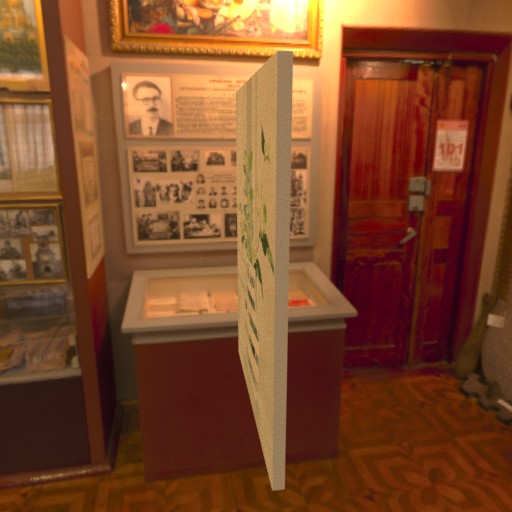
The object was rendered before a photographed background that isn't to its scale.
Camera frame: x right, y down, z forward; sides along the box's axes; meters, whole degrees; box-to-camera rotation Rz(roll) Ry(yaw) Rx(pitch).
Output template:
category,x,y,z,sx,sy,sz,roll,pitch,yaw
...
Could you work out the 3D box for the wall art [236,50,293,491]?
category,x,y,z,sx,sy,sz,roll,pitch,yaw
wall art,0.000,0.000,1.609,0.038,1.212,0.914,-2,15,-8
